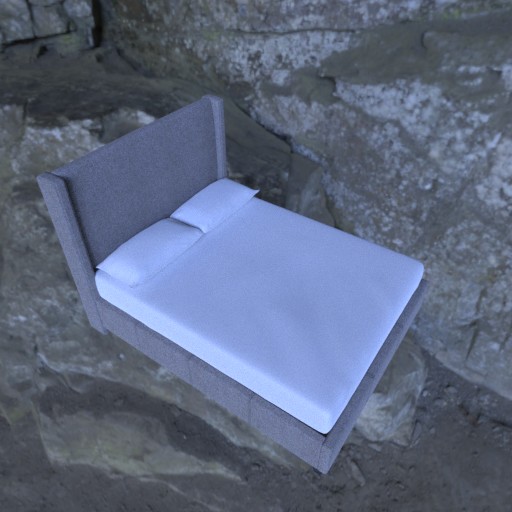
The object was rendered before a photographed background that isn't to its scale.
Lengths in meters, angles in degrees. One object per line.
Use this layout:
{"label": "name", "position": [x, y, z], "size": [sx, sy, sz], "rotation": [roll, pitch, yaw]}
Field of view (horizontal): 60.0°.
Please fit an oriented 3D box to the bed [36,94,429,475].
{"label": "bed", "position": [0.000, 0.000, 3.340], "size": [2.245, 1.476, 1.714], "rotation": [24, 46, 26]}
